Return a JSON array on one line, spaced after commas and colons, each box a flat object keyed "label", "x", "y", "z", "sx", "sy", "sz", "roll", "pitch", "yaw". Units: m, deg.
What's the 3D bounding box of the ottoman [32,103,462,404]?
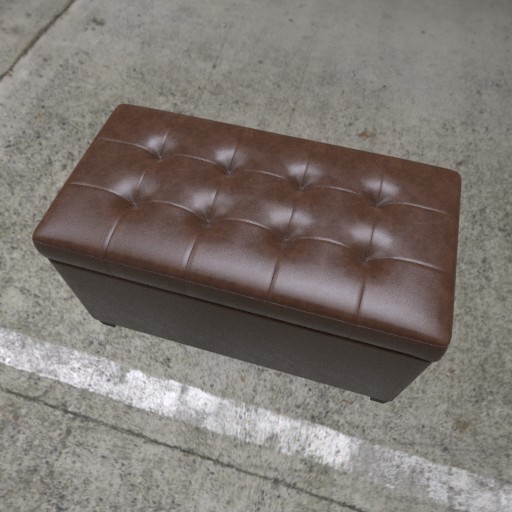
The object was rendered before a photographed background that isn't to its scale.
[{"label": "ottoman", "x": 0.000, "y": 0.000, "z": 1.111, "sx": 0.838, "sy": 0.470, "sz": 0.432, "roll": 14, "pitch": 59, "yaw": 8}]
